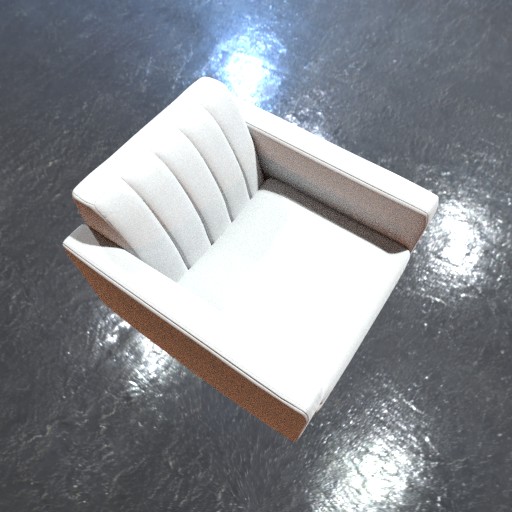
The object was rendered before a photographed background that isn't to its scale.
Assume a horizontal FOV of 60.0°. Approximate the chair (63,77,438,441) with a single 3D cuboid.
[{"bbox_3d":[0.000,0.000,1.715,0.998,0.819,0.953,31,65,17],"label":"chair"}]
